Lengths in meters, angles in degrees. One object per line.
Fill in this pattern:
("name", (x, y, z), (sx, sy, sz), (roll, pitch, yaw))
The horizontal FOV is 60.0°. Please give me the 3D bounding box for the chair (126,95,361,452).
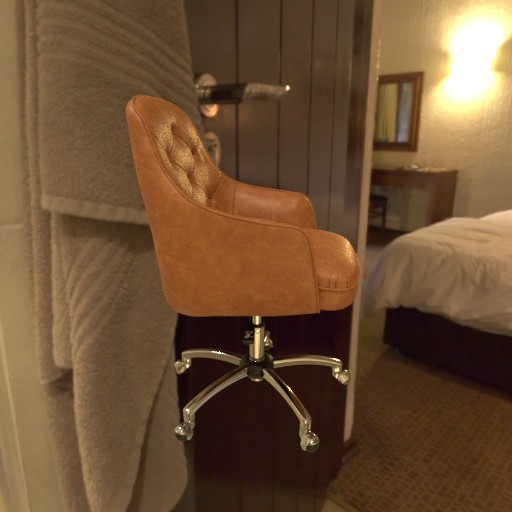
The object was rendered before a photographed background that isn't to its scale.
("chair", (0.000, 0.000, 1.334), (0.615, 0.909, 0.628), (2, 15, 7))
